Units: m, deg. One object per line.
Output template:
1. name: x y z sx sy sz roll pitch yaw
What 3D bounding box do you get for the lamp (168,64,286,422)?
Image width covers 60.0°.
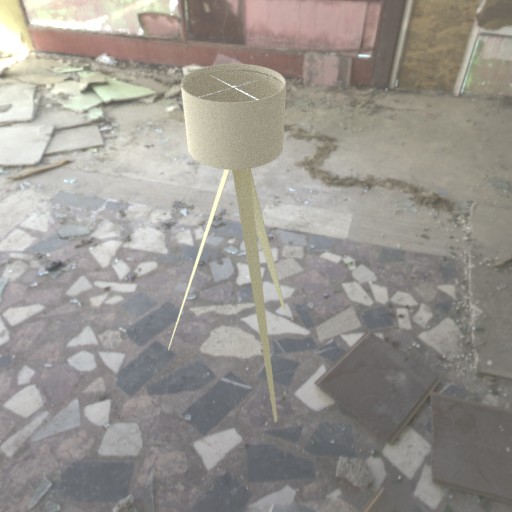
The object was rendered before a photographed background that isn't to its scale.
1. lamp: 0.000 0.000 1.965 0.724 1.524 0.716 -27 48 -27
